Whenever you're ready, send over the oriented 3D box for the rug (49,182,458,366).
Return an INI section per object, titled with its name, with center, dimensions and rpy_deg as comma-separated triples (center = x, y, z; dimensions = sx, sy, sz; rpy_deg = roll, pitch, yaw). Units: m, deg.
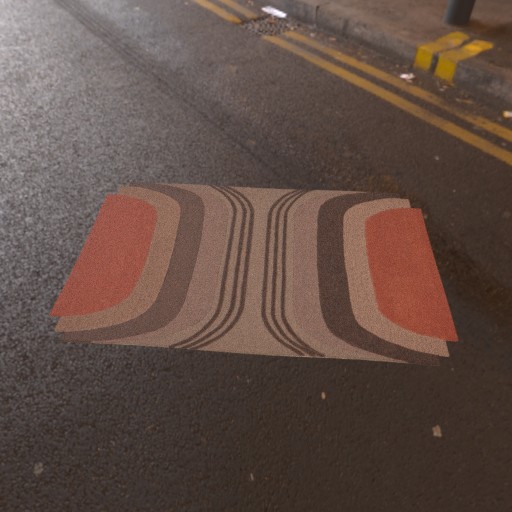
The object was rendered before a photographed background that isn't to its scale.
[rug]
center = 0.000, 0.000, 3.042
dimensions = 2.446, 0.017, 1.530
rpy_deg = 3, 46, 3
